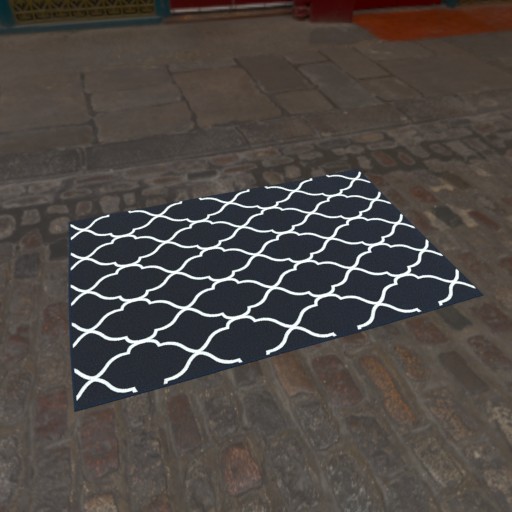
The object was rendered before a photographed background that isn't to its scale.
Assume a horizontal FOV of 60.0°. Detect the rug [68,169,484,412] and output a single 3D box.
[{"bbox_3d":[0.000,0.000,2.843,2.294,0.014,1.528,-13,43,-14],"label":"rug"}]
